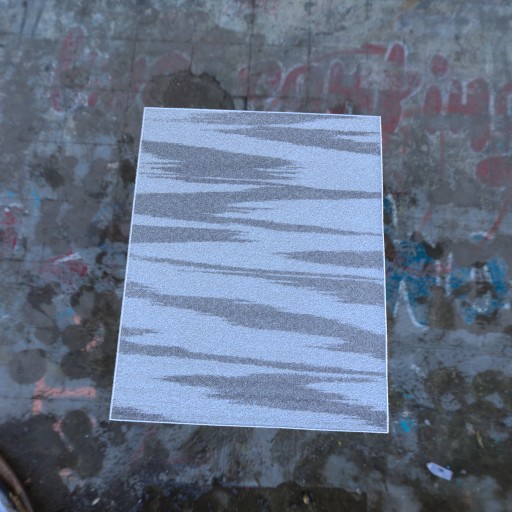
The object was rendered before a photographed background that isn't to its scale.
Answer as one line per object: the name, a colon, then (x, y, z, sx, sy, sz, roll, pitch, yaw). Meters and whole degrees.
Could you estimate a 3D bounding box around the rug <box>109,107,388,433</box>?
rug: (0.000, 0.000, 4.053, 2.353, 0.014, 2.945, 2, 77, 1)
